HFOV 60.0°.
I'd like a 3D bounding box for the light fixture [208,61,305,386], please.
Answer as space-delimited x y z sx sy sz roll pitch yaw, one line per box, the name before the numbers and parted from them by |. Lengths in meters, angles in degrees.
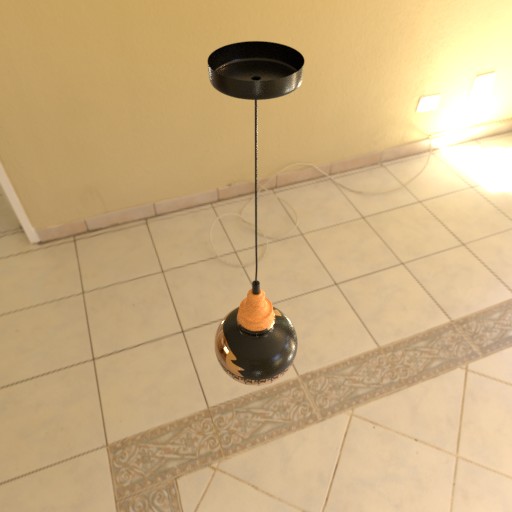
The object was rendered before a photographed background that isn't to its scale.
light fixture | 0.000 0.000 1.837 0.430 1.606 0.430 -23 50 -21
